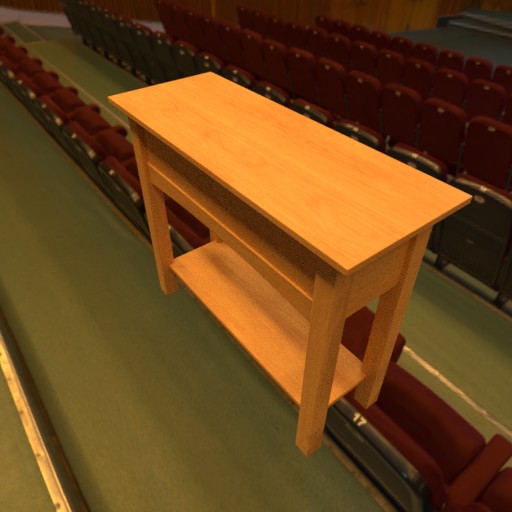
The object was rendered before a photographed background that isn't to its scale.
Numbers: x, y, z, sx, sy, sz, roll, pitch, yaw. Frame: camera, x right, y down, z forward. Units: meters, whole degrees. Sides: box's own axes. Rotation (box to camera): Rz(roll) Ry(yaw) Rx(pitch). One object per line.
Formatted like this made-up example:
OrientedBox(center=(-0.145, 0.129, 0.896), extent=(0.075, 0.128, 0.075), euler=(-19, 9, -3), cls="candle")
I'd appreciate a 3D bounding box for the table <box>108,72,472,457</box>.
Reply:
OrientedBox(center=(0.000, 0.000, 1.265), extent=(0.340, 0.728, 0.900), euler=(-27, 47, -28), cls="table")
